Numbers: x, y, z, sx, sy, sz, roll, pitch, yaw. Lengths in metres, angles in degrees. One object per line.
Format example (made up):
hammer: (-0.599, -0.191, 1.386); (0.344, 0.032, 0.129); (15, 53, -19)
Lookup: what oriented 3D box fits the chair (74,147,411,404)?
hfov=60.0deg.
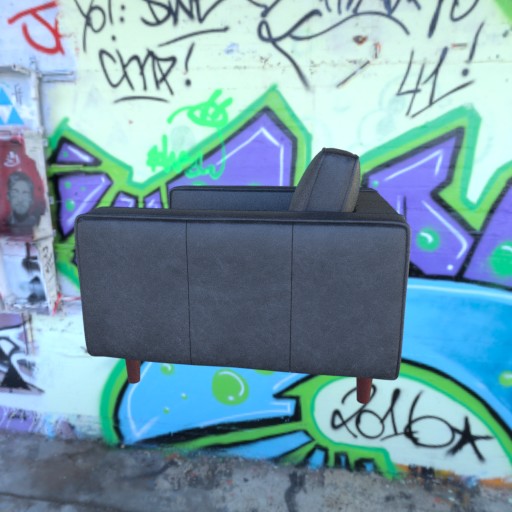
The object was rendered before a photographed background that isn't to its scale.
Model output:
chair: (0.000, 0.000, 1.602); (0.914, 0.763, 0.889); (2, 14, 9)
